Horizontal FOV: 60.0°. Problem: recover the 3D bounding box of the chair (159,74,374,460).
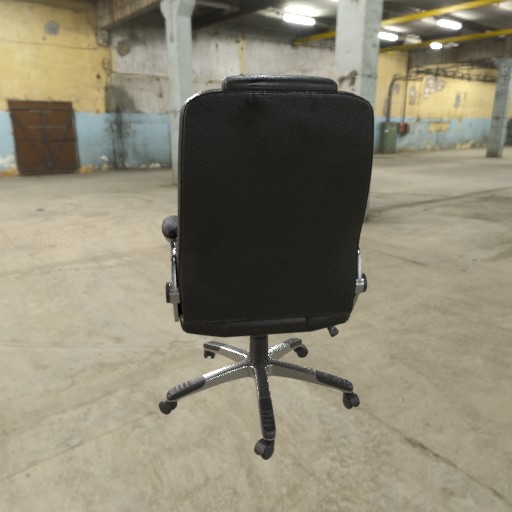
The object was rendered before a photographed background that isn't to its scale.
[{"bbox_3d":[0.000,0.000,1.494,0.697,1.075,0.689,-2,16,-8],"label":"chair"}]
